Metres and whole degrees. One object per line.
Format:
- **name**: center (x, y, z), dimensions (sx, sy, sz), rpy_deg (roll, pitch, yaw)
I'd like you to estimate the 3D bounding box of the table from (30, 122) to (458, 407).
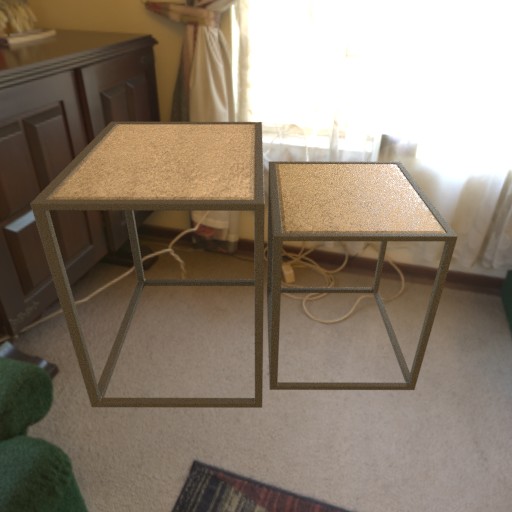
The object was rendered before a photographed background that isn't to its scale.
- **table**: center (0.000, 0.000, 1.133), dimensions (0.788, 0.540, 0.508), rpy_deg (0, 32, 0)
